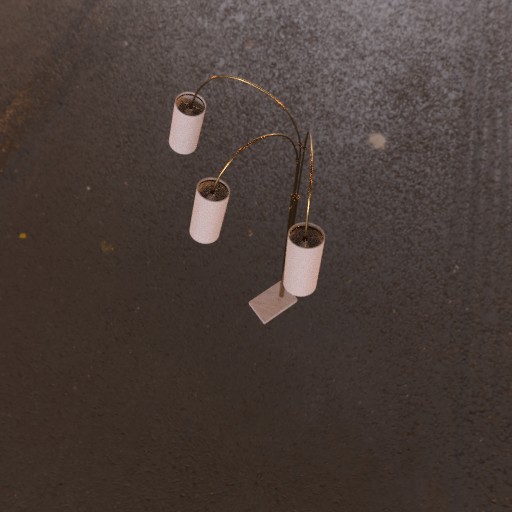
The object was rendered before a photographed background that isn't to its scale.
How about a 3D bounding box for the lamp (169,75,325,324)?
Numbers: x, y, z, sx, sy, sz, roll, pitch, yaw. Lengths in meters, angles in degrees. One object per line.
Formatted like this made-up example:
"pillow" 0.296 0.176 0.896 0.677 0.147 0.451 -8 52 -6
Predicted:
"lamp" 0.000 0.000 2.488 0.667 2.055 1.020 -33 68 -15
